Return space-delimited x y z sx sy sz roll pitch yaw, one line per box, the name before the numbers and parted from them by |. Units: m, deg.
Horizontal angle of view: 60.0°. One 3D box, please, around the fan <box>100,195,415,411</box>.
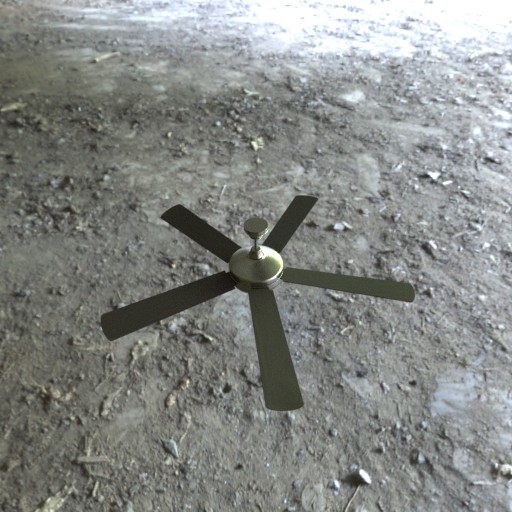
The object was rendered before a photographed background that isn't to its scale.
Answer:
fan | 0.000 0.000 1.983 1.321 0.356 1.321 26 48 26
